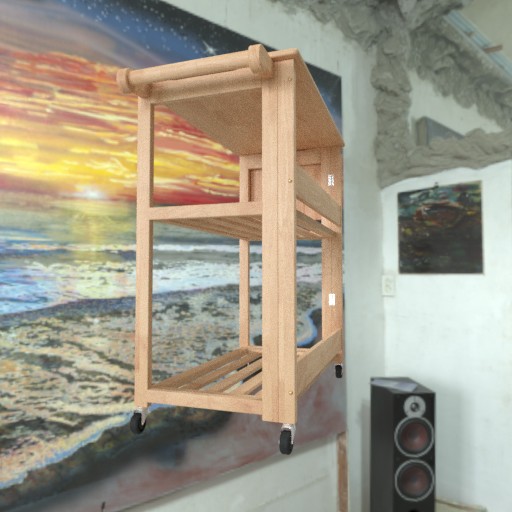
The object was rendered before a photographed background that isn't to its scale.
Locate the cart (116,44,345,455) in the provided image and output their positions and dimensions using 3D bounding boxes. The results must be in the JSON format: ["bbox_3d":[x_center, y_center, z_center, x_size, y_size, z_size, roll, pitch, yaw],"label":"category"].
[{"bbox_3d":[0.000,0.000,1.342,0.432,0.879,0.853,-1,-3,19],"label":"cart"}]
